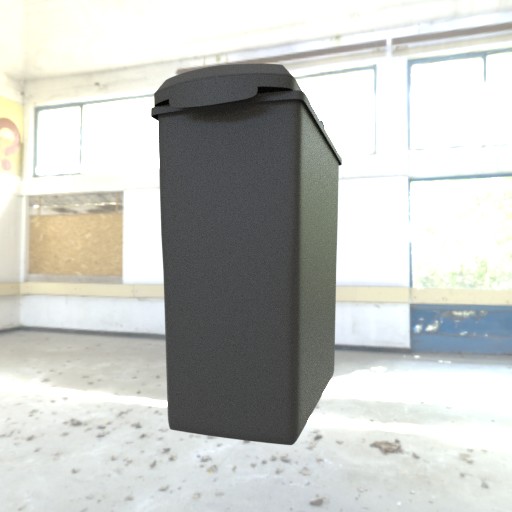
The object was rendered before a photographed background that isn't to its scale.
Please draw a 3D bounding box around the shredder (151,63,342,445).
[{"bbox_3d":[0.000,0.000,0.526,0.170,0.335,0.320,0,0,18],"label":"shredder"}]
